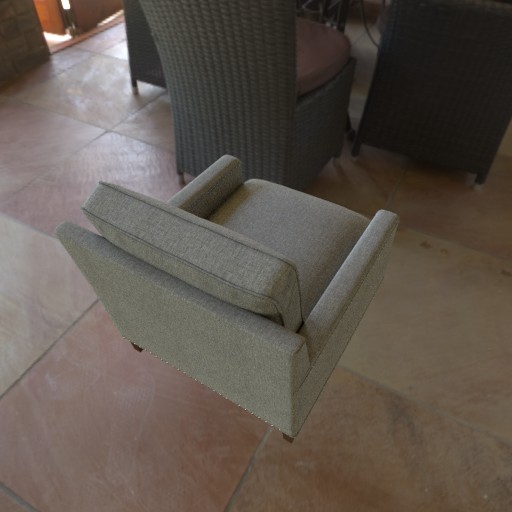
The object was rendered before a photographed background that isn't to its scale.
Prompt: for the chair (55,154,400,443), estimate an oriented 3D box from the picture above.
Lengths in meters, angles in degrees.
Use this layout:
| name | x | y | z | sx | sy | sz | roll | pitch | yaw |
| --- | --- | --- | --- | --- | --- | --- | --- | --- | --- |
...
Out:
| name | x | y | z | sx | sy | sz | roll | pitch | yaw |
| --- | --- | --- | --- | --- | --- | --- | --- | --- | --- |
| chair | 0.000 | 0.000 | 1.736 | 0.853 | 0.943 | 1.014 | 24 | 50 | 21 |
